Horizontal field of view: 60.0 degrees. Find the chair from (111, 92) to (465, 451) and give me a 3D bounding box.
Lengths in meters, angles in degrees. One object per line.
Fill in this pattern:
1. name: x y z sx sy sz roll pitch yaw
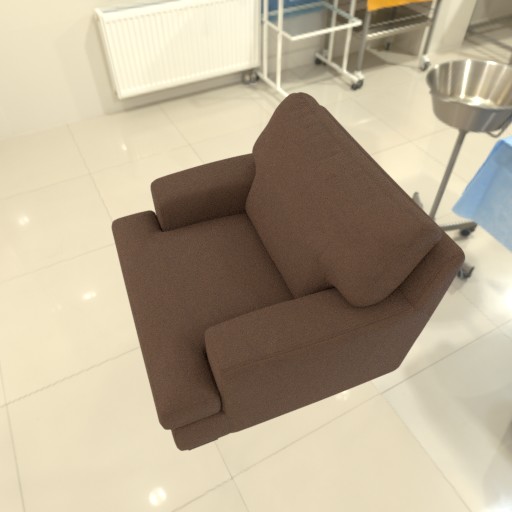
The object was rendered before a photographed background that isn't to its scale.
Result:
1. chair: 0.000 0.000 1.951 1.143 0.940 1.168 -16 50 -14
